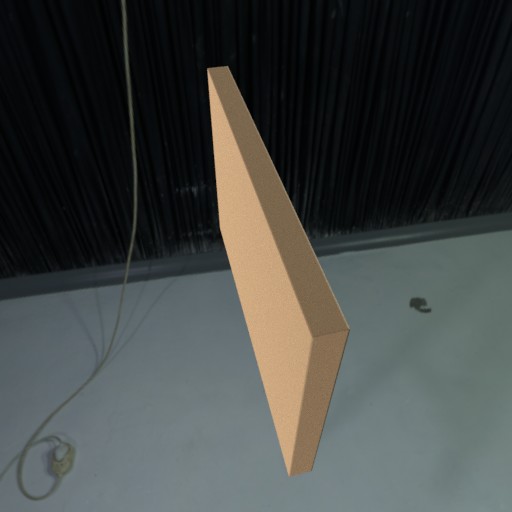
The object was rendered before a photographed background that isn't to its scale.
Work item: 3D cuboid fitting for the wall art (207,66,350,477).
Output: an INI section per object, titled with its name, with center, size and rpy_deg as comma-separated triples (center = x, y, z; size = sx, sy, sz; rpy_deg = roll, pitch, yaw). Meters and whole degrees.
[wall art]
center = 0.000, 0.000, 0.778
size = 0.039, 0.407, 0.609
rpy_deg = -10, 47, -9
